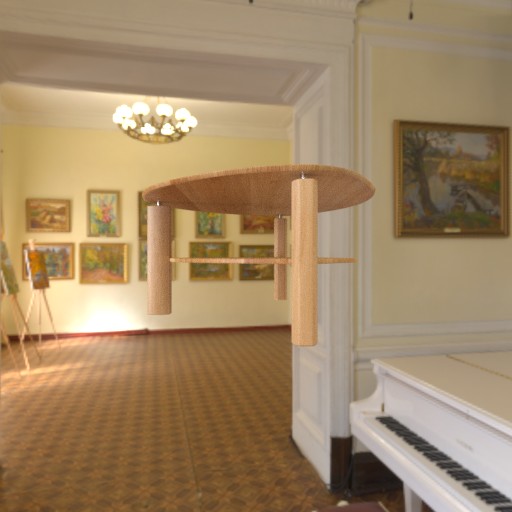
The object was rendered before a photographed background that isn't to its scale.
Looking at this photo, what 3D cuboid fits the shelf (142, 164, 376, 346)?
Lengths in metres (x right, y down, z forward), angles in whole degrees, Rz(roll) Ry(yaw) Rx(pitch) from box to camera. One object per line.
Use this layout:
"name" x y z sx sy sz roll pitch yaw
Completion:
"shelf" 0.000 0.000 1.681 0.845 0.440 1.246 0 0 0
